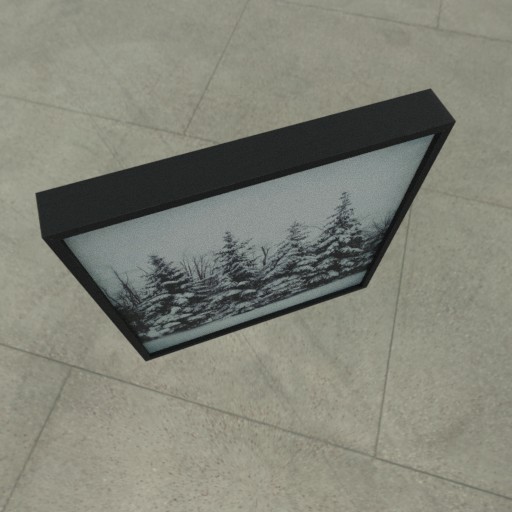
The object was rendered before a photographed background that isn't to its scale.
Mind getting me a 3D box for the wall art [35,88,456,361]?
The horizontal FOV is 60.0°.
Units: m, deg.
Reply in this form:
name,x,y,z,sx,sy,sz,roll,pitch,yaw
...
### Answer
name,x,y,z,sx,sy,sz,roll,pitch,yaw
wall art,0.000,0.000,0.451,0.305,0.305,0.037,-17,63,-9
